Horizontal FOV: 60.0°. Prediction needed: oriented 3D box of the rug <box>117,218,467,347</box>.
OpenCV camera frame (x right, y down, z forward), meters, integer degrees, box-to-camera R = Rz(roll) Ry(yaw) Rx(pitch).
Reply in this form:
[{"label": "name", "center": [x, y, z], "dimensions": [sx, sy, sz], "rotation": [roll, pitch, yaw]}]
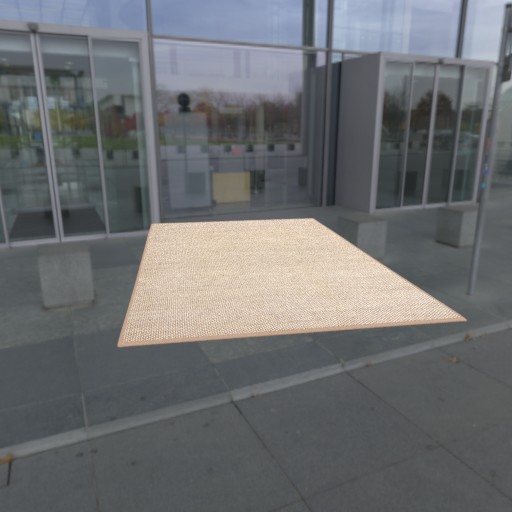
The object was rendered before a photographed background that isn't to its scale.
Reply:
[{"label": "rug", "center": [0.000, 0.000, 2.090], "dimensions": [1.061, 0.012, 1.668], "rotation": [-3, 16, -9]}]
